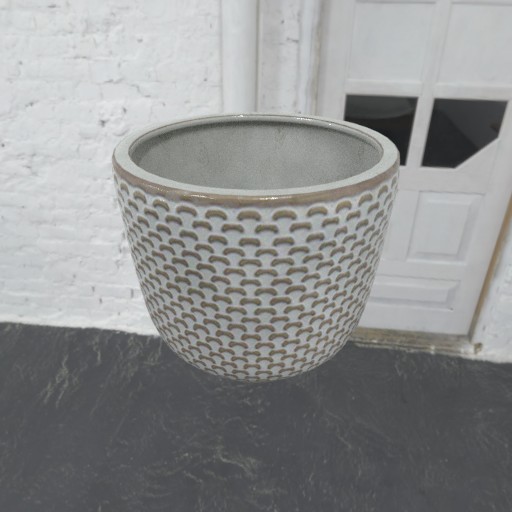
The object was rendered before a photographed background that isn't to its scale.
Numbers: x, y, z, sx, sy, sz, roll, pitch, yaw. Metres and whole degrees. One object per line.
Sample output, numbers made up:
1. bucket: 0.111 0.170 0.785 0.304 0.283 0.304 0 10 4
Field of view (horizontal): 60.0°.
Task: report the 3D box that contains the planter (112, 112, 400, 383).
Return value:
1. planter: 0.000 0.000 0.250 0.139 0.130 0.139 0 30 0
